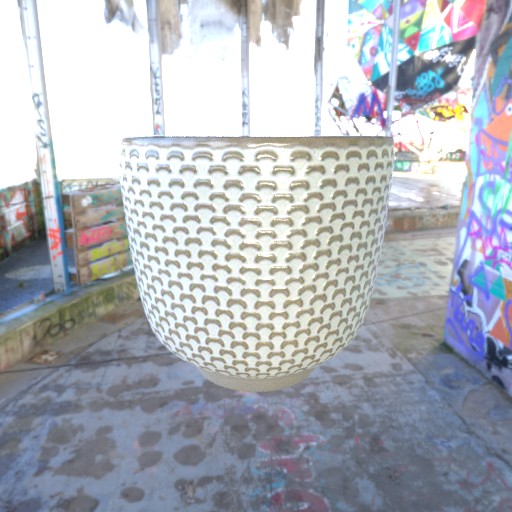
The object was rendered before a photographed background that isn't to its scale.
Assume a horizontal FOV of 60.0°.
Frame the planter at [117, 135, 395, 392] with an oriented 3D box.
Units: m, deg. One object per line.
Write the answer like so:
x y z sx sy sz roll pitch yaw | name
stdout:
0.000 0.000 0.305 0.173 0.160 0.173 0 15 0 | planter
